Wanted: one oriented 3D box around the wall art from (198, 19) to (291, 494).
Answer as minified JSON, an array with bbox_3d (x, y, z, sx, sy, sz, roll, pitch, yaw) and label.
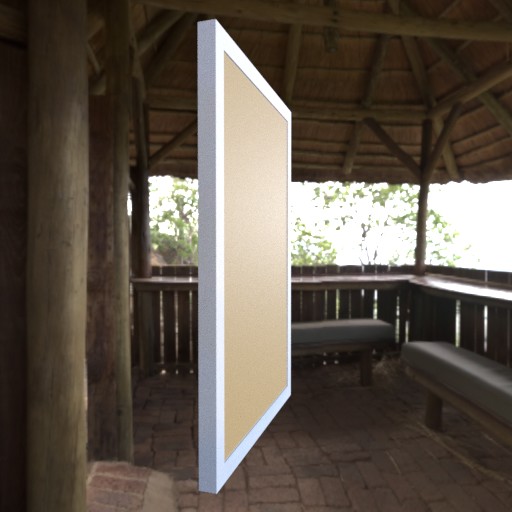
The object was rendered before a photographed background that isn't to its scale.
[{"bbox_3d":[0.000,0.000,1.150,0.039,0.915,0.612,0,1,18],"label":"wall art"}]
